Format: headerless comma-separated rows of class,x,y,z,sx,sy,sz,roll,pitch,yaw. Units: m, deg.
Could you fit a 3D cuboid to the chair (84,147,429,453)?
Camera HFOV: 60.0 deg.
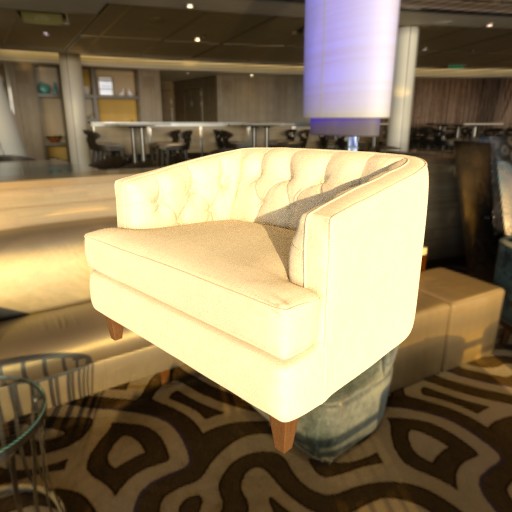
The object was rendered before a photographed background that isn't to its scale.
chair,0.000,0.000,1.734,1.118,0.787,0.914,16,23,43
